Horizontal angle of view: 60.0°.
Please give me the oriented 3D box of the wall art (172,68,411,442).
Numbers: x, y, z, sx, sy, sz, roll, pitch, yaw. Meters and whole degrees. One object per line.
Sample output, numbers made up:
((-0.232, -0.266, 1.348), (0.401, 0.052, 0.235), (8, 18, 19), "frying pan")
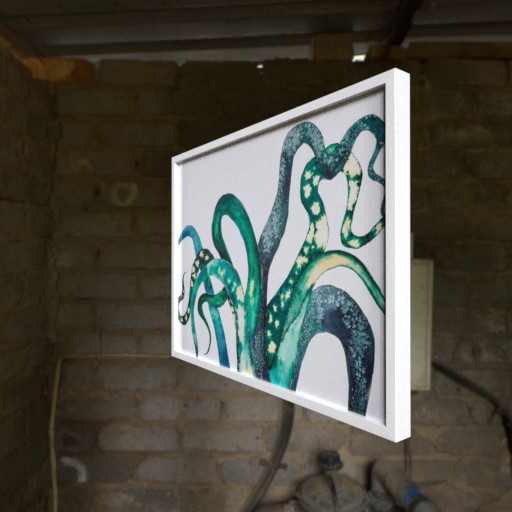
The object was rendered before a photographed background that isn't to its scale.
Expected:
((0.000, 0.000, 1.361), (0.053, 0.787, 1.041), (0, 0, -37), "wall art")
